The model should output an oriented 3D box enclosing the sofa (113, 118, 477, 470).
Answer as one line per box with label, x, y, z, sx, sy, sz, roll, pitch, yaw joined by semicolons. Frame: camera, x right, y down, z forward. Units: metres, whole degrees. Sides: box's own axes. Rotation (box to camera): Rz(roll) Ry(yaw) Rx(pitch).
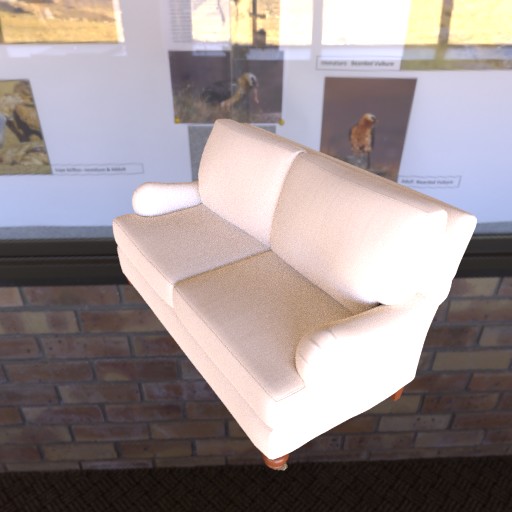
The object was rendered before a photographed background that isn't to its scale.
sofa;0.000;0.000;2.473;1.084;1.101;1.853;-20;37;-29
